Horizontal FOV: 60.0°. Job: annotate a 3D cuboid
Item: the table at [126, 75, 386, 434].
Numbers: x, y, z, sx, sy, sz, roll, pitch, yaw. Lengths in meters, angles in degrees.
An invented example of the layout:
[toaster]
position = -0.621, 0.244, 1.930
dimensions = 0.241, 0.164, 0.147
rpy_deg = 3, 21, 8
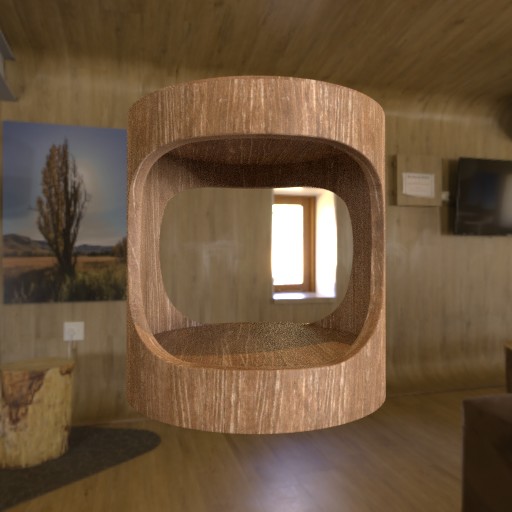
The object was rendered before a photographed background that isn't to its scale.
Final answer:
[table]
position = 0.000, 0.000, 0.942
dimensions = 0.527, 0.551, 0.527
rpy_deg = 0, -1, 0
